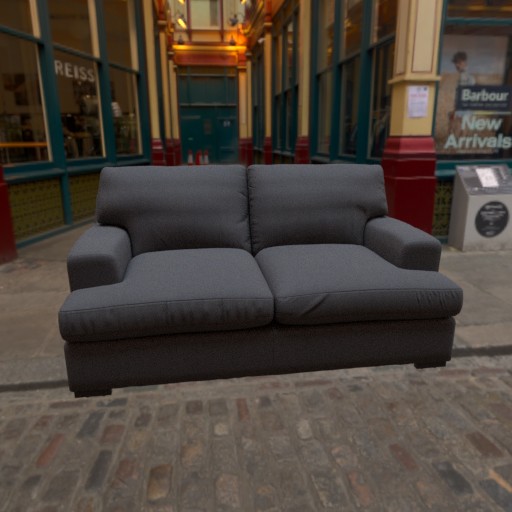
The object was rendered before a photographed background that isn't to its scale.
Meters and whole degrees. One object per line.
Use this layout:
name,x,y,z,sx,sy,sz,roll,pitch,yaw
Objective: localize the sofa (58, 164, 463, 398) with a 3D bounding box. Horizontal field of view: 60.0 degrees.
sofa,0.000,0.000,2.449,1.880,0.940,1.143,-2,16,-9
